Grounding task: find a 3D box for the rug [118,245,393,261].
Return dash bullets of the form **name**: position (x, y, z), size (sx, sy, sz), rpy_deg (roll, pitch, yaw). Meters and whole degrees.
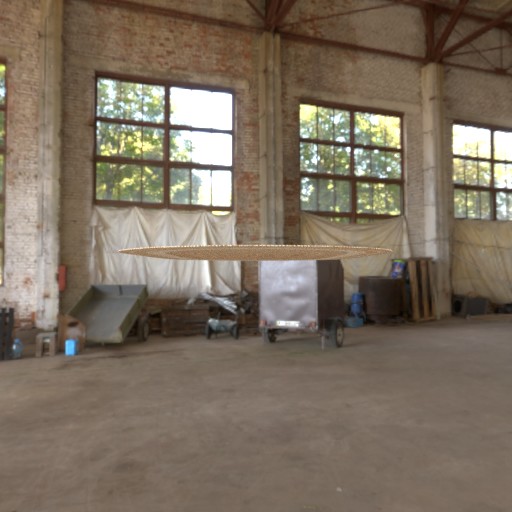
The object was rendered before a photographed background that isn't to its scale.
- **rug**: position (0.000, 0.000, 3.034), size (1.520, 0.006, 2.432), rpy_deg (0, -2, 0)
